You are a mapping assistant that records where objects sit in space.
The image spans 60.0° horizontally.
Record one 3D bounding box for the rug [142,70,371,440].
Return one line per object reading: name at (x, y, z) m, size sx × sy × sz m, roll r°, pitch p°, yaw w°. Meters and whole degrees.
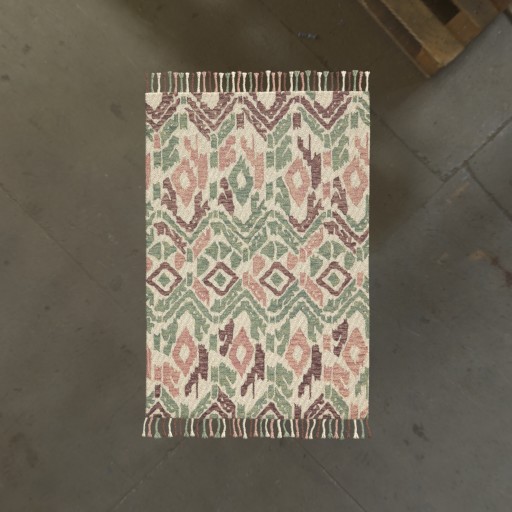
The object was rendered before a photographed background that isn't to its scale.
rug at (0.000, 0.000, 2.933) m, size 1.524 × 0.011 × 2.438 m, roll 0°, pitch 91°, yaw 1°
